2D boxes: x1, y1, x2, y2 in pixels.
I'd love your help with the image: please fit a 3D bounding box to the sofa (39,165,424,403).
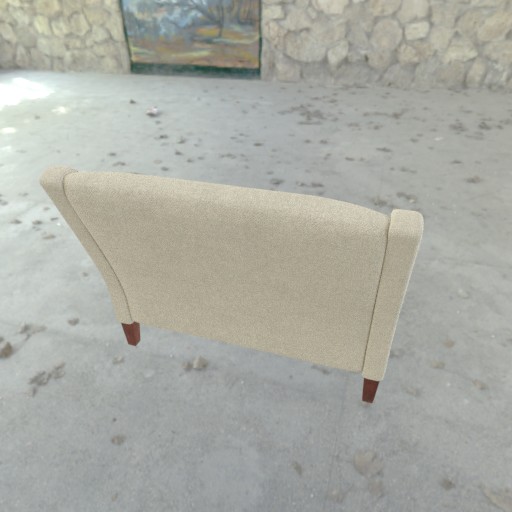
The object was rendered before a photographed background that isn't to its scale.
[{"bbox_3d":[0.000,0.000,1.916,1.212,0.976,0.946,10,33,15],"label":"sofa"}]
